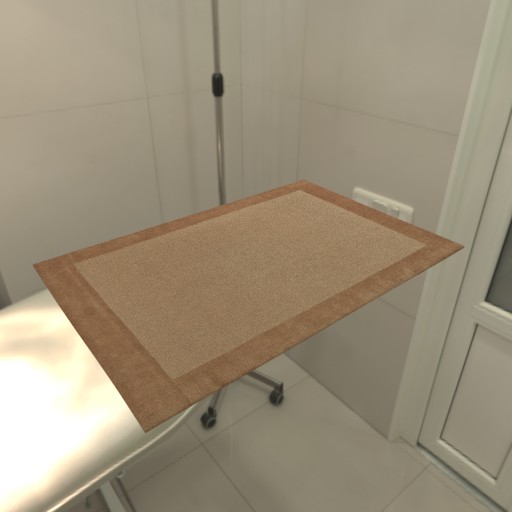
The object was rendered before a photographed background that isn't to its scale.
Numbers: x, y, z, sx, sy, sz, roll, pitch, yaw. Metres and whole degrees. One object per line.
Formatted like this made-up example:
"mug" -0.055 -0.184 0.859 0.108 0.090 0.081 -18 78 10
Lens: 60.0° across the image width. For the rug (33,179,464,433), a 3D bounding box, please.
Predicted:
"rug" 0.000 0.000 2.245 1.829 0.014 1.219 -22 37 -32
